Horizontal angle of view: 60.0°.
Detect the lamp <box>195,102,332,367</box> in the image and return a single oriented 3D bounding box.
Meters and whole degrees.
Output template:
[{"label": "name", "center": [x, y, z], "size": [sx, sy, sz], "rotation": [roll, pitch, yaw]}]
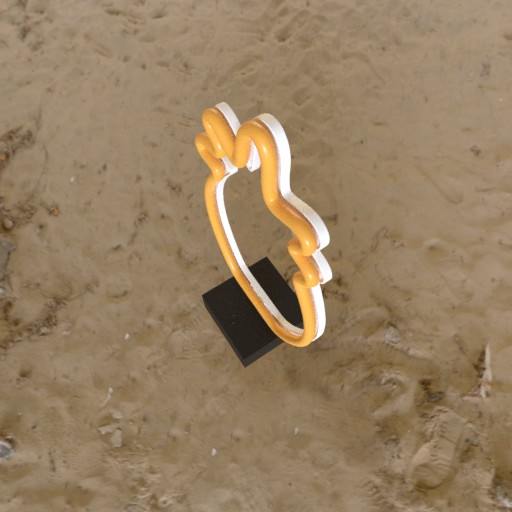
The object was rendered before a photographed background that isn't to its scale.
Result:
[{"label": "lamp", "center": [0.000, 0.000, 0.384], "size": [0.088, 0.317, 0.167], "rotation": [-31, 67, -14]}]
